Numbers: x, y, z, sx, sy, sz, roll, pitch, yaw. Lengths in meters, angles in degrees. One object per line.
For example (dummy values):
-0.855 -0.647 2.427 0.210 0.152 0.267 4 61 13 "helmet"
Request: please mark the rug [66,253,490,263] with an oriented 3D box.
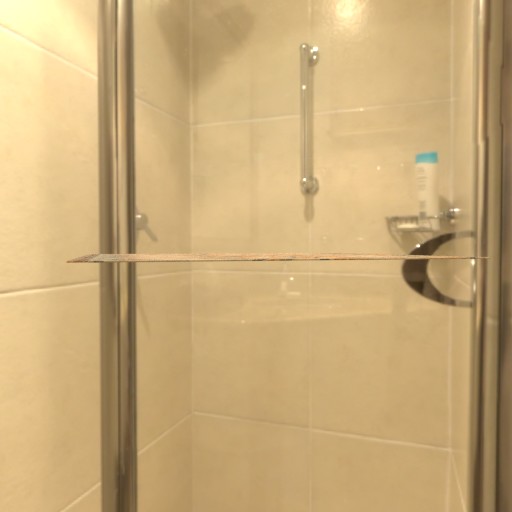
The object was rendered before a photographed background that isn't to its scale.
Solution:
0.000 0.000 4.133 3.048 0.010 2.439 0 1 -18 "rug"
